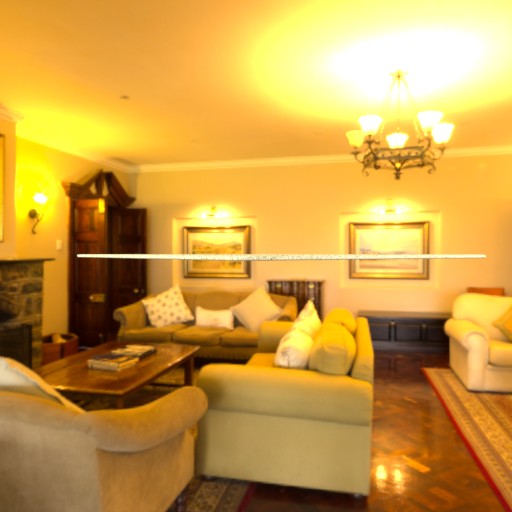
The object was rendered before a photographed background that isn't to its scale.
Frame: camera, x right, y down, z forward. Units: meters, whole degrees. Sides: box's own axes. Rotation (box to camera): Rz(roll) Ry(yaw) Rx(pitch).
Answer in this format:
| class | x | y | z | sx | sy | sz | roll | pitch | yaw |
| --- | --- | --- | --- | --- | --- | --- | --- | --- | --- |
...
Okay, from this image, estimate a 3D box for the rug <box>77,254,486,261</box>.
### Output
| class | x | y | z | sx | sy | sz | roll | pitch | yaw |
| --- | --- | --- | --- | --- | --- | --- | --- | --- | --- |
| rug | 0.000 | 0.000 | 4.114 | 2.438 | 0.029 | 3.047 | 0 | 0 | -36 |
